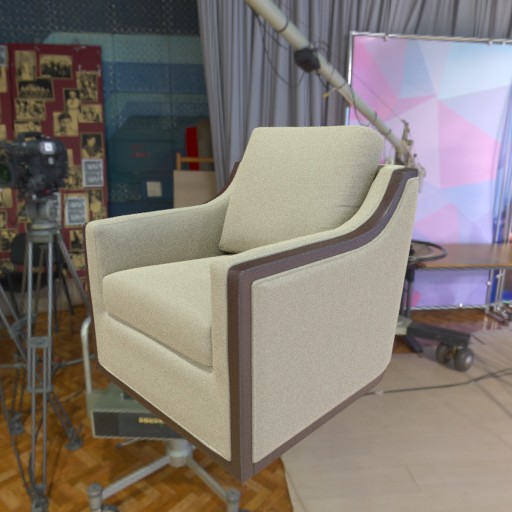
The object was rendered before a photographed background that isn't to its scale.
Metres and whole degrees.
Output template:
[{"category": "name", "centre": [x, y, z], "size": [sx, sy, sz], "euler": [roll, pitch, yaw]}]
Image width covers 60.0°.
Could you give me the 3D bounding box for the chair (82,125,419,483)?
[{"category": "chair", "centre": [0.000, 0.000, 1.639], "size": [0.950, 0.930, 0.870], "euler": [-14, 21, -43]}]
